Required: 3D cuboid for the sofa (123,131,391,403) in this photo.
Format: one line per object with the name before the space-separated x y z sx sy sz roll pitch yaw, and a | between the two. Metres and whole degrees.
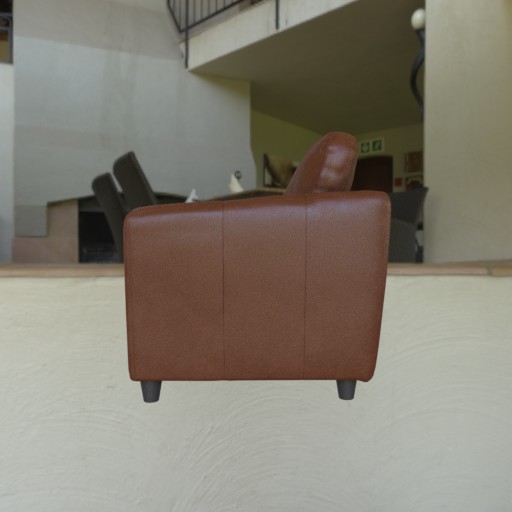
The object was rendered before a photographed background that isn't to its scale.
sofa | 0.000 0.000 1.970 0.805 0.906 1.406 0 1 -1
